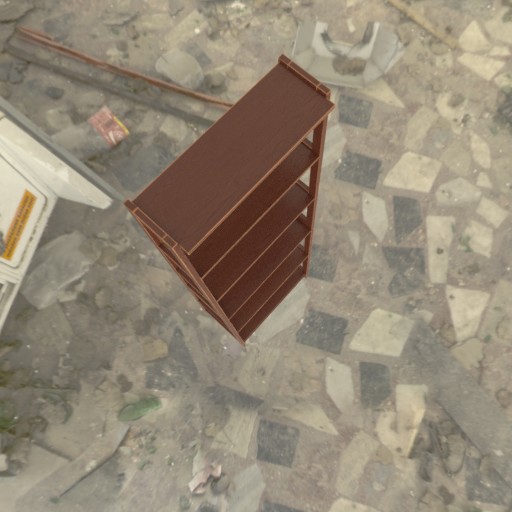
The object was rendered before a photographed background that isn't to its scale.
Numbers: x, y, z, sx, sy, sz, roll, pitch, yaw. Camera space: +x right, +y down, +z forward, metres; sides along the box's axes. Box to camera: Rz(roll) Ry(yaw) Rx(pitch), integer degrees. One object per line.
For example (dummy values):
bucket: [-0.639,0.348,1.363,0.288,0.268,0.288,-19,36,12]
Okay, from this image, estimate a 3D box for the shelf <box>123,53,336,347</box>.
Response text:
shelf: [0.000,0.000,2.146,0.381,1.892,0.660,41,78,10]
